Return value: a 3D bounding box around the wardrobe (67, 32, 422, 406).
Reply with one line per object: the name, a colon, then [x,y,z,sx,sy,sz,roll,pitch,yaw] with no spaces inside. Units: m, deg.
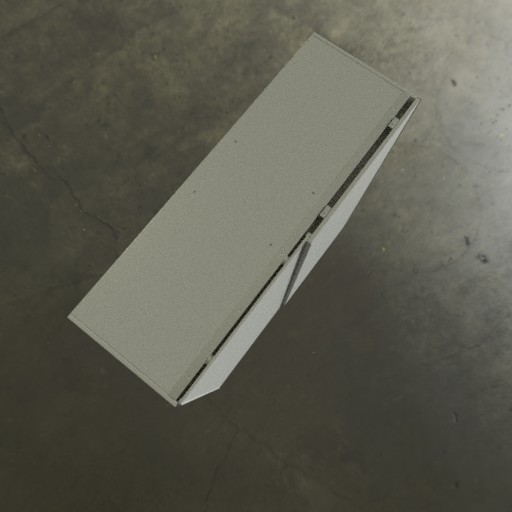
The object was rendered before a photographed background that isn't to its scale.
wardrobe: [0.000,0.000,2.922,0.629,1.960,1.780,36,78,9]
